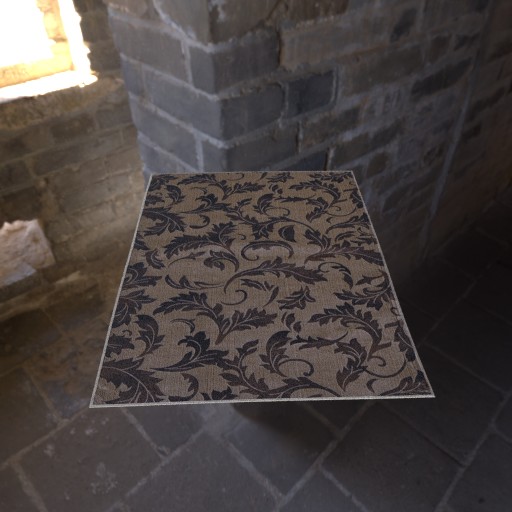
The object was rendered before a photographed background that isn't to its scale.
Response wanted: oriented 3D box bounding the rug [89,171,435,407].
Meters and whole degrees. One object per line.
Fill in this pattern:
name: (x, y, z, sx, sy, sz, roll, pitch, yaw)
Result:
rug: (0.000, 0.000, 4.126, 2.380, 0.008, 2.977, -1, 42, -1)
